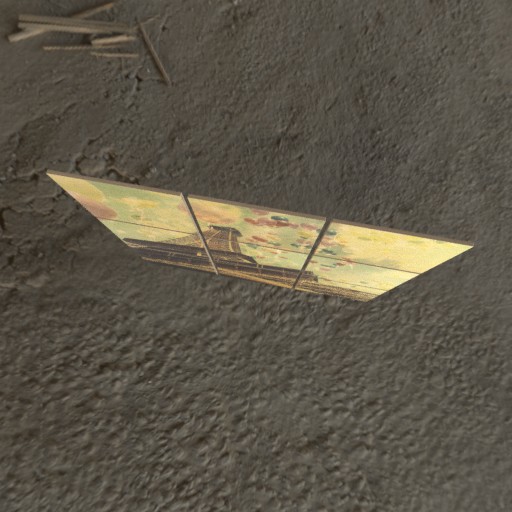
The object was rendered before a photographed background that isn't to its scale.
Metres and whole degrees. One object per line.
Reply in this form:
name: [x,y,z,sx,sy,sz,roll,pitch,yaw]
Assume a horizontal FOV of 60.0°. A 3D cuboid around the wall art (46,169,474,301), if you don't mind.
wall art: [0.000,0.000,1.838,1.219,1.218,0.013,10,77,2]
